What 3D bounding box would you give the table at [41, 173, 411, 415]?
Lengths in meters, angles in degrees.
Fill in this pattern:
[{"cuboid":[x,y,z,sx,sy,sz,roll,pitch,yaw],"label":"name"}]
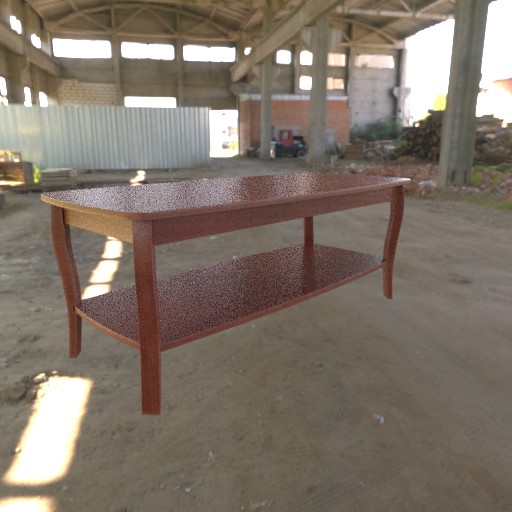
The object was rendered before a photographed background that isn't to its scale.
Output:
[{"cuboid":[0.000,0.000,1.489,0.561,0.473,1.216,14,20,43],"label":"table"}]
